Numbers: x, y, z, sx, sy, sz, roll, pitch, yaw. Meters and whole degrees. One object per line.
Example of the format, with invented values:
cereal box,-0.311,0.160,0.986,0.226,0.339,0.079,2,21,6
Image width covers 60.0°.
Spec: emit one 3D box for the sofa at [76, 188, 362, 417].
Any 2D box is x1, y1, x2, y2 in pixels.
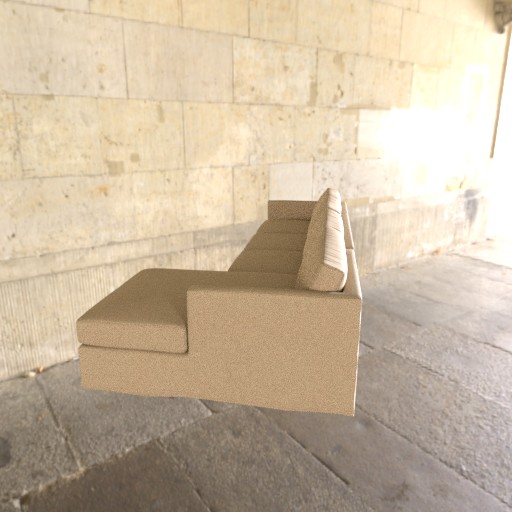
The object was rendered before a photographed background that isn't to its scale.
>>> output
sofa,0.000,0.000,3.902,1.622,0.871,3.206,3,16,9
